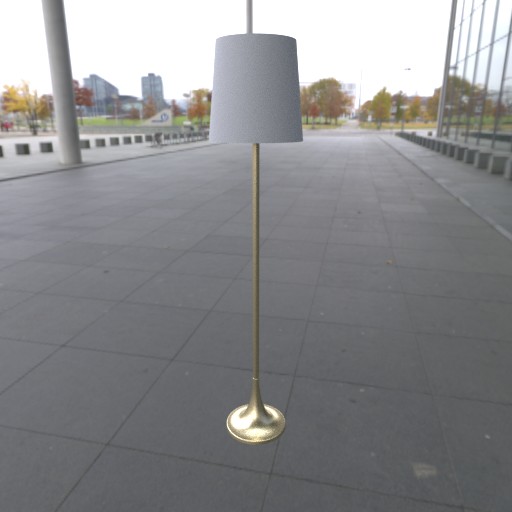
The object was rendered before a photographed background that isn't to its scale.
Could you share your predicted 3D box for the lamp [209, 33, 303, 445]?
[{"bbox_3d":[0.000,0.000,1.719,0.337,1.543,0.337,0,17,0],"label":"lamp"}]
